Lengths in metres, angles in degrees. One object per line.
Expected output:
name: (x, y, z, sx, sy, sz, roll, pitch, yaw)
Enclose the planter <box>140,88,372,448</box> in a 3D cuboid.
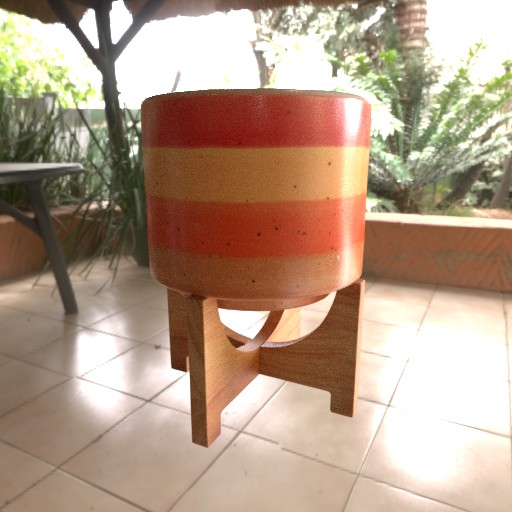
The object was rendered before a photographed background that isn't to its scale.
planter: (0.000, 0.000, 0.407, 0.199, 0.268, 0.199, 0, 14, 0)
